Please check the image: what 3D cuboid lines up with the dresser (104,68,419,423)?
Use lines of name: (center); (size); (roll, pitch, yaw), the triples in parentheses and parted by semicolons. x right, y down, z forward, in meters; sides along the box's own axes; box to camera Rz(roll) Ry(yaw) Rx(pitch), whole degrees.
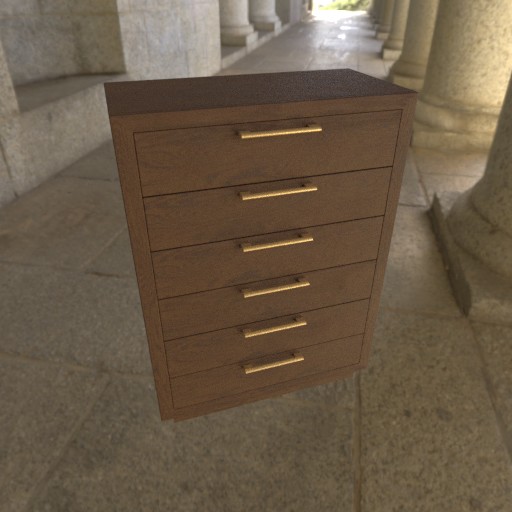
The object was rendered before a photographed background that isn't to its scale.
dresser: (0.000, 0.000, 1.829); (0.964, 1.320, 0.516); (-10, 33, -15)
